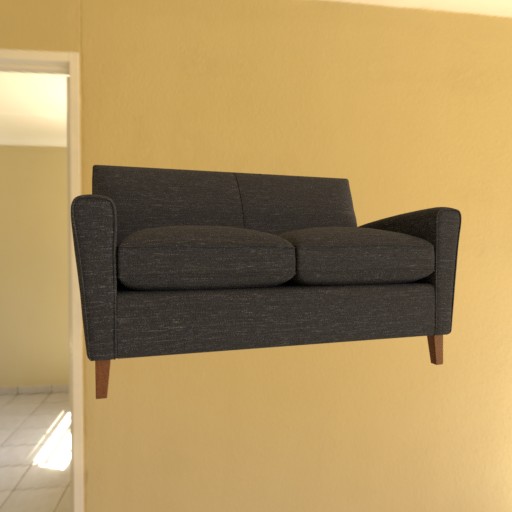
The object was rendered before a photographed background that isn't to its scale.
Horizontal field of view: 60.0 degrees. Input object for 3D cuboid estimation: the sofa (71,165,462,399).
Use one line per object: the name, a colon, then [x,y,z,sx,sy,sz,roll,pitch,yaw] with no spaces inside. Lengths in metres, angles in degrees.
sofa: [0.000,0.000,1.914,1.420,0.846,0.875,0,1,-18]
